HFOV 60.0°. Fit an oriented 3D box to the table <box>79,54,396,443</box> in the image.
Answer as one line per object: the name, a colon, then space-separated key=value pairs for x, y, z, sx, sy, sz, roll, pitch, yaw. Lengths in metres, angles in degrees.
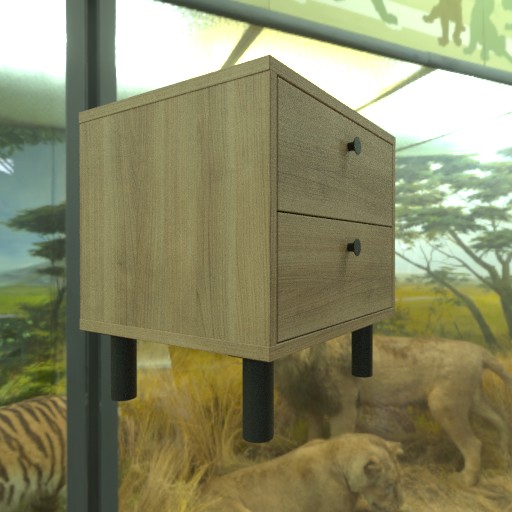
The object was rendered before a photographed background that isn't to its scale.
table: x=0.000 y=0.000 z=0.784 sx=0.380 sy=0.460 sz=0.445 roll=0 pitch=1 yaw=35
